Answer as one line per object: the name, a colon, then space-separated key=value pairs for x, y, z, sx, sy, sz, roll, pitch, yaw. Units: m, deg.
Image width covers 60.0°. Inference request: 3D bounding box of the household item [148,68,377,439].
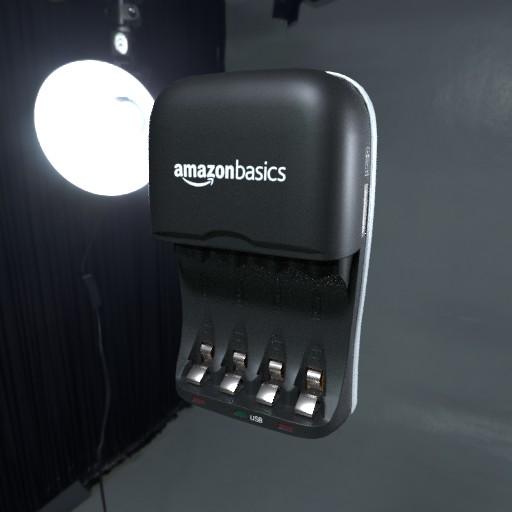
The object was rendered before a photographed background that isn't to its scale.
household item: x=0.000 y=0.000 z=0.147 sx=0.070 sy=0.114 sz=0.038 roll=7 pitch=16 yaw=26
